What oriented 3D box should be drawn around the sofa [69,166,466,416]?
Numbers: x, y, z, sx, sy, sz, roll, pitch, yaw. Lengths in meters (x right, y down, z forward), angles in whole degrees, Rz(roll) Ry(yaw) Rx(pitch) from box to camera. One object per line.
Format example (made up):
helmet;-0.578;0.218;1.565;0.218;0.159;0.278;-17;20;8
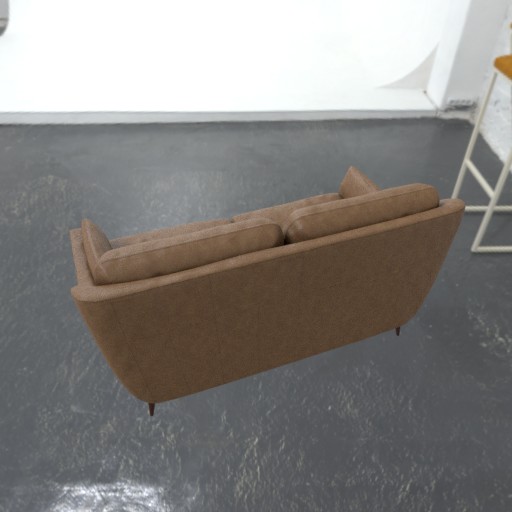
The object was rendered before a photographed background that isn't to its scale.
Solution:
sofa;0.000;0.000;2.264;1.731;0.886;0.981;-14;42;-16
